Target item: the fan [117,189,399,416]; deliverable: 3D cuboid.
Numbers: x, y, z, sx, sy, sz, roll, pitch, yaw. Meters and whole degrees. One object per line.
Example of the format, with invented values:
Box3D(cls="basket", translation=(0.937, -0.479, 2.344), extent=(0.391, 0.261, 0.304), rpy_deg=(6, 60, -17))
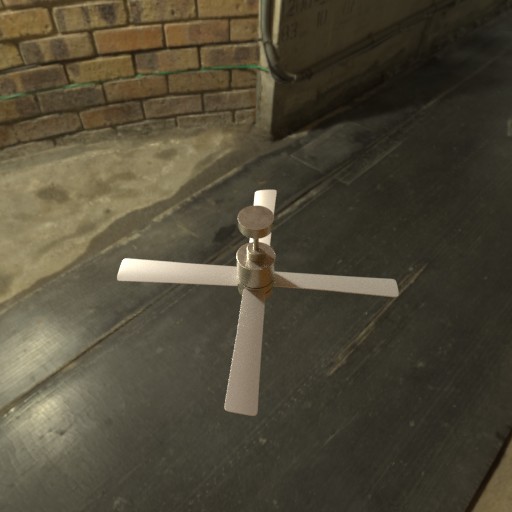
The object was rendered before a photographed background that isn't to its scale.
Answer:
Box3D(cls="fan", translation=(0.000, 0.000, 2.292), extent=(1.525, 0.539, 1.525), rpy_deg=(4, 47, 4))
